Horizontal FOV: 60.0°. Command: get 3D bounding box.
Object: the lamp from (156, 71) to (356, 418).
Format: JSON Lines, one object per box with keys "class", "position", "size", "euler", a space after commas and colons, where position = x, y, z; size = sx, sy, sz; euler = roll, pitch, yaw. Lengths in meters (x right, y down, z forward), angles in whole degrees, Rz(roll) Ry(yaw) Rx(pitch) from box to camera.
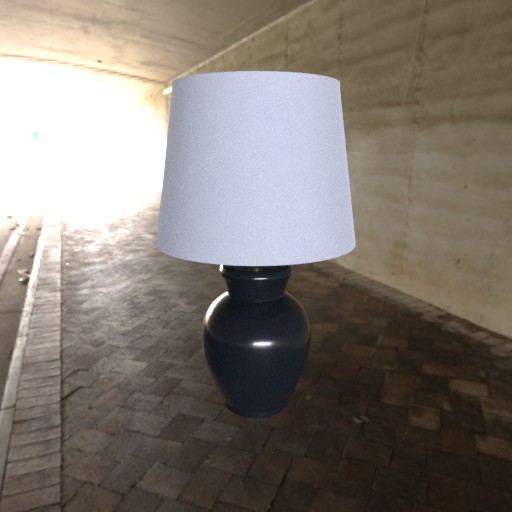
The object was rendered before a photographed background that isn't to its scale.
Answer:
{"class": "lamp", "position": [0.000, 0.000, 0.550], "size": [0.239, 0.399, 0.239], "euler": [0, 14, 0]}
